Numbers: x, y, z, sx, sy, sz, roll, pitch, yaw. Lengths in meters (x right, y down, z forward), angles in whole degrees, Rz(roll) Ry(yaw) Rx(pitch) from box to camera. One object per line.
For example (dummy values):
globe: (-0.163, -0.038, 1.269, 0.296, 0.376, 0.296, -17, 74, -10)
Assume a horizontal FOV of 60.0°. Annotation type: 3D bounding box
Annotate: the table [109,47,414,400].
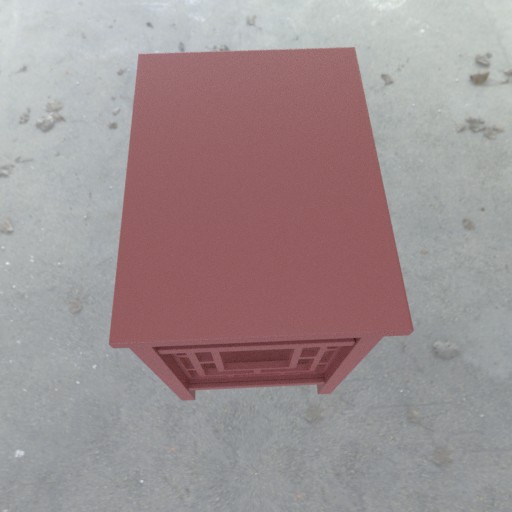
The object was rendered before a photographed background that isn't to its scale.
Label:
table: (0.000, 0.000, 1.078, 0.451, 0.686, 0.599, -2, 64, -1)
